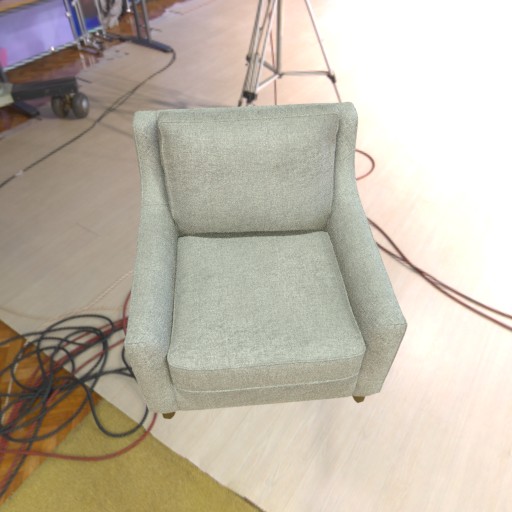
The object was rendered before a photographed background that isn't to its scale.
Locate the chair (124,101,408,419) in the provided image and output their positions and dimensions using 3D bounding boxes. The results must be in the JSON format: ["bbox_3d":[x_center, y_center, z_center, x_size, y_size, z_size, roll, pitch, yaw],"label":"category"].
[{"bbox_3d":[0.000,0.000,1.594,0.838,0.864,0.918,-4,46,-4],"label":"chair"}]
